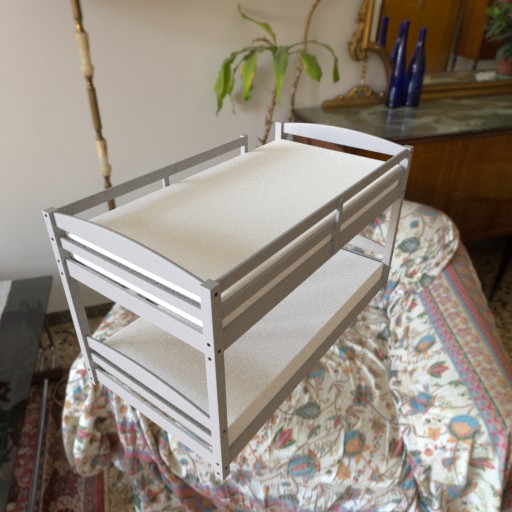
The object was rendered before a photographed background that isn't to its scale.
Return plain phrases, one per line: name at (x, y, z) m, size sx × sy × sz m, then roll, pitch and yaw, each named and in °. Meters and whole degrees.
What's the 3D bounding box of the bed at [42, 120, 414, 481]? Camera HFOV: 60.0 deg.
bed at (0.000, 0.000, 2.825) m, size 1.105 × 1.206 × 2.013 m, roll 22°, pitch 38°, yaw 31°
